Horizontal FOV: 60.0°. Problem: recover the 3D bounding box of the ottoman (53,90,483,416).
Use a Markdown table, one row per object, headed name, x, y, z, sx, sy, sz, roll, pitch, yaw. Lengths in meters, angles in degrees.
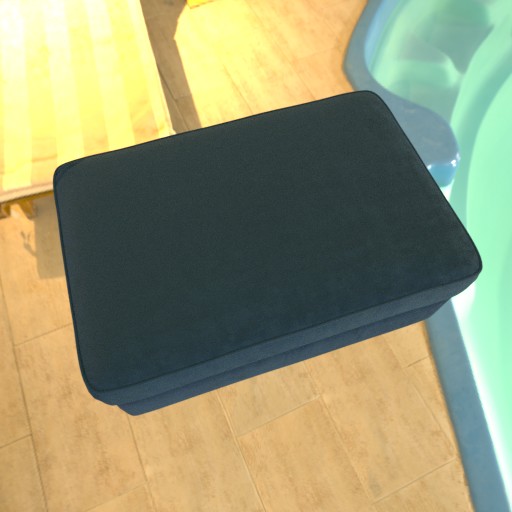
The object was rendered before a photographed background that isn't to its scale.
| name | x | y | z | sx | sy | sz | roll | pitch | yaw |
| --- | --- | --- | --- | --- | --- | --- | --- | --- | --- |
| ottoman | 0.000 | 0.000 | 1.170 | 0.862 | 0.484 | 0.583 | -16 | 64 | -8 |
